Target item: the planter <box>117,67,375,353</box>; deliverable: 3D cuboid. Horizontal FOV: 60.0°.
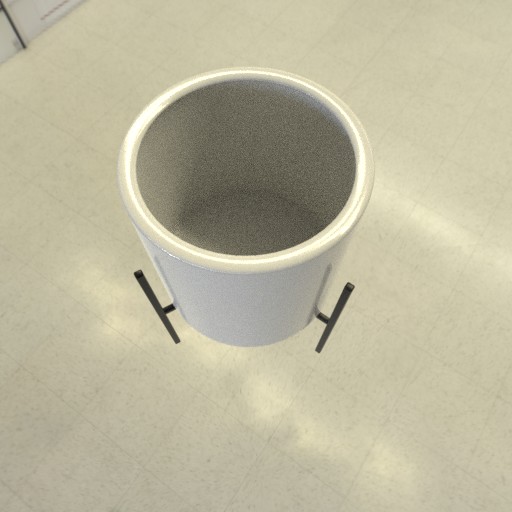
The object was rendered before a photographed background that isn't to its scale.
[{"bbox_3d":[0.000,0.000,0.530,0.239,0.356,0.239,34,68,16],"label":"planter"}]
